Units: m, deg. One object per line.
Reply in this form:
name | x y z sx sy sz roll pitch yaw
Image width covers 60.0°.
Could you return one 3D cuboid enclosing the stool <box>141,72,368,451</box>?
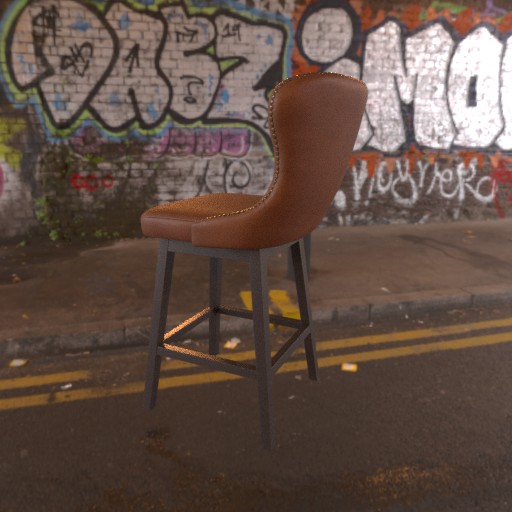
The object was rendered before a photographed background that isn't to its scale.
stool | 0.000 0.000 1.335 0.593 0.971 0.528 7 17 25
